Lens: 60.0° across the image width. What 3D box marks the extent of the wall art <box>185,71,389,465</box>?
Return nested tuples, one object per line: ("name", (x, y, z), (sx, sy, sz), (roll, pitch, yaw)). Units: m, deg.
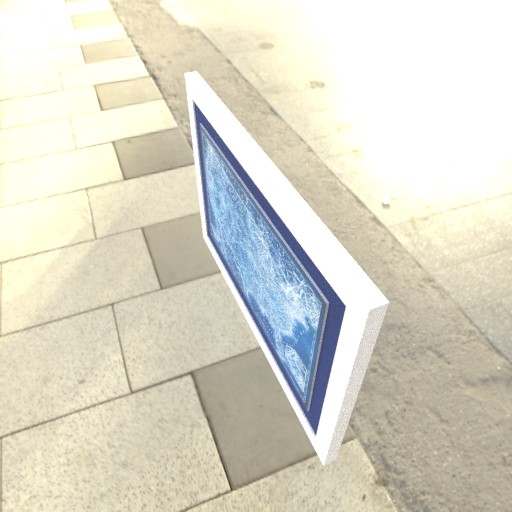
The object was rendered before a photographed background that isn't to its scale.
("wall art", (0.000, 0.000, 1.690), (0.051, 0.902, 1.308), (-17, 48, -17))
